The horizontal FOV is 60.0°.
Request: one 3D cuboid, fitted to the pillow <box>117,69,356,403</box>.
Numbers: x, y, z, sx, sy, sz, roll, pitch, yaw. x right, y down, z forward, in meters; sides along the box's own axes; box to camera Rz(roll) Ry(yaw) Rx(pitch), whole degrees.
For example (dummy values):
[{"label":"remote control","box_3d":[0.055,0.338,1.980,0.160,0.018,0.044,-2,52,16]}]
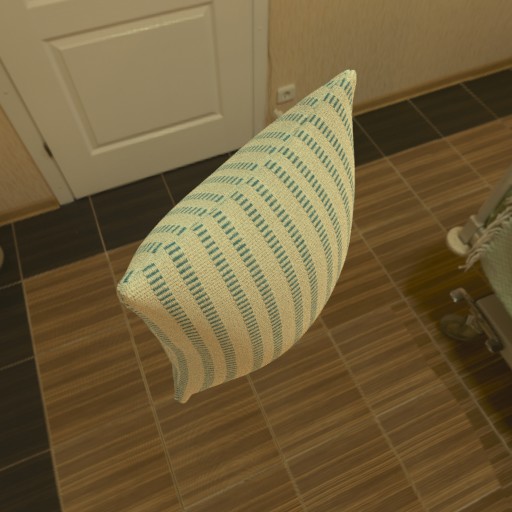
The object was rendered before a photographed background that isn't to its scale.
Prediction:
[{"label":"pillow","box_3d":[0.000,0.000,0.687,0.247,0.419,0.438,33,64,19]}]
